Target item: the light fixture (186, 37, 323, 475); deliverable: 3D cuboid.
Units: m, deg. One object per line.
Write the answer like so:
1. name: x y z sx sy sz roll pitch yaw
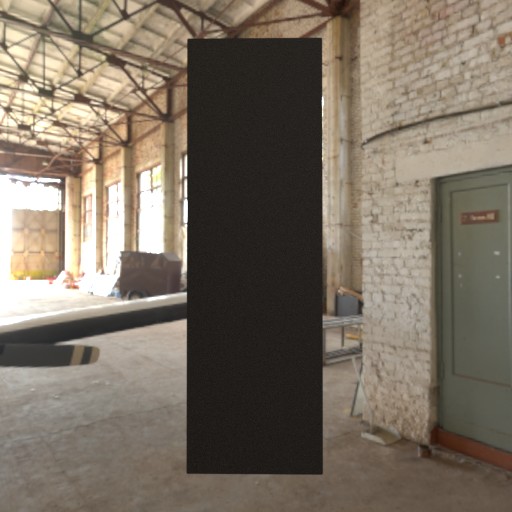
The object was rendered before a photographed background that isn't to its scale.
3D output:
1. light fixture: 0.000 0.000 0.410 0.105 0.330 0.149 0 -1 1
